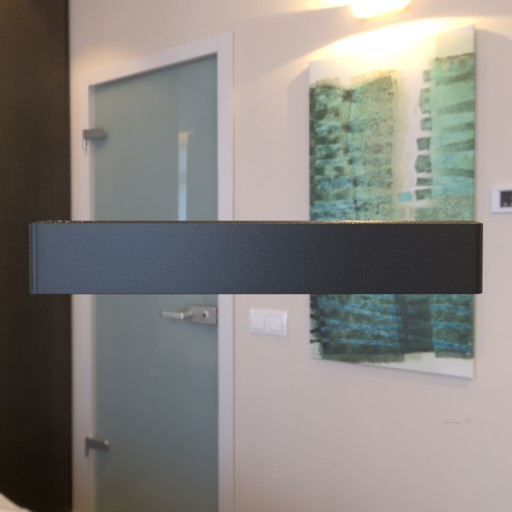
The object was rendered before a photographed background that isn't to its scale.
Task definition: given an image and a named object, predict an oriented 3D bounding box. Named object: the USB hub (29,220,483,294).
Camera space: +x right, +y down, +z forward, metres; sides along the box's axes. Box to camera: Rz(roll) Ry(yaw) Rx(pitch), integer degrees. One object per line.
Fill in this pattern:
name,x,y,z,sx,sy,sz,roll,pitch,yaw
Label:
USB hub,0.000,0.000,0.160,0.145,0.023,0.044,0,1,0
